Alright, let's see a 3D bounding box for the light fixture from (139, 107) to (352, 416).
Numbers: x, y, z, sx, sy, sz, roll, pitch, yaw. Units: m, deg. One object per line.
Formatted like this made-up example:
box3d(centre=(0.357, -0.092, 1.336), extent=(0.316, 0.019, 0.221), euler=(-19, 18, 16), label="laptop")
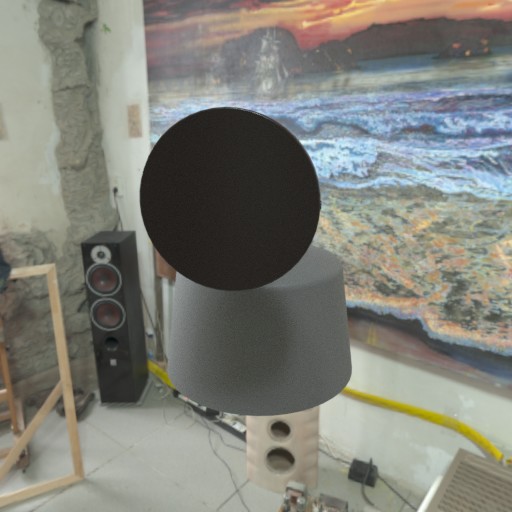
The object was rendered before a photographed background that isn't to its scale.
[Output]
box3d(centre=(0.000, 0.000, 0.440), extent=(0.204, 0.268, 0.254), euler=(2, 16, 9), label="light fixture")
